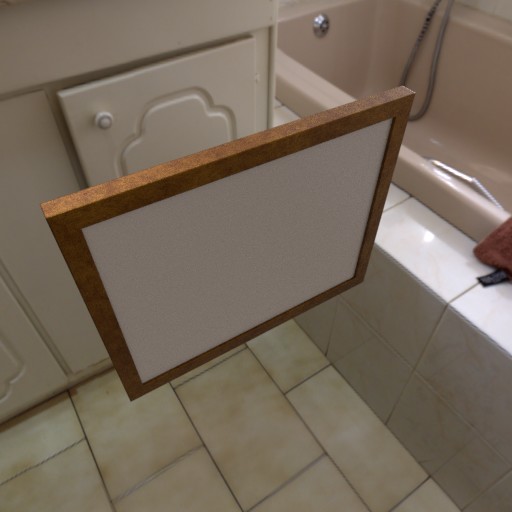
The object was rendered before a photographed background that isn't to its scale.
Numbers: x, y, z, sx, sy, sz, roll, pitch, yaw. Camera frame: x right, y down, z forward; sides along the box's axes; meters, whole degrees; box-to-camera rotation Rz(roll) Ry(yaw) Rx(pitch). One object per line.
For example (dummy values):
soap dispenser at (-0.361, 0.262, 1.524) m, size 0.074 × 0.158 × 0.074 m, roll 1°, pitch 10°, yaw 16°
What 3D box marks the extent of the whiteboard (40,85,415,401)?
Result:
whiteboard at (0.000, 0.000, 0.764) m, size 0.561 × 0.457 × 0.029 m, roll -24°, pitch 51°, yaw -21°
